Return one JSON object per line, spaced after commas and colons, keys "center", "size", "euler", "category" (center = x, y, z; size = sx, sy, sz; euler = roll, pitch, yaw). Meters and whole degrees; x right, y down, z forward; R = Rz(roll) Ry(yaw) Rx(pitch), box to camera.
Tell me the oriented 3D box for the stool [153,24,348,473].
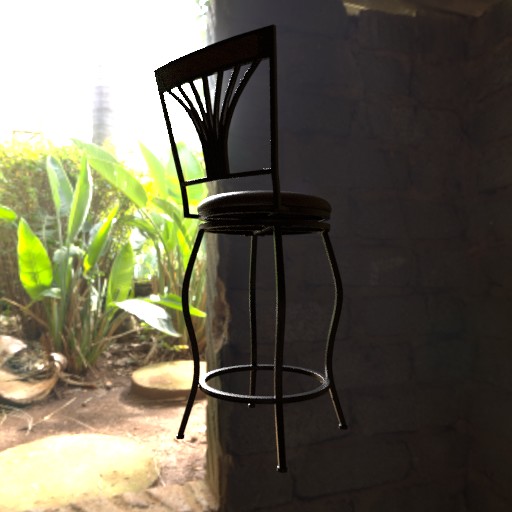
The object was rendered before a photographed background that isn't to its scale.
{"center": [0.000, 0.000, 1.374], "size": [0.433, 1.117, 0.514], "euler": [-1, -2, 36], "category": "stool"}
